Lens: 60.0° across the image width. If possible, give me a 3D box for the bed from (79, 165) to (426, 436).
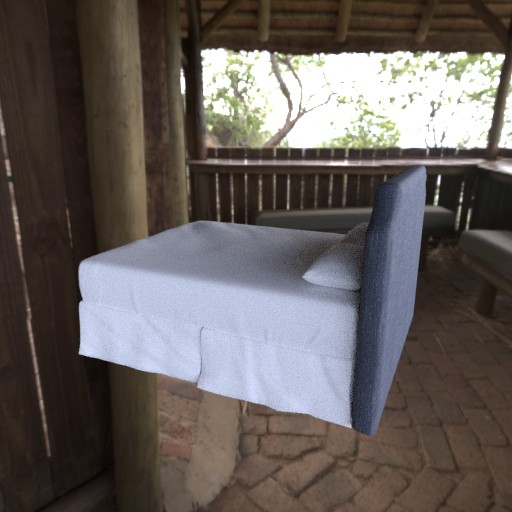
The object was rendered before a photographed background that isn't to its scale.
[{"bbox_3d":[0.000,0.000,3.237,2.116,1.290,1.693,7,18,24],"label":"bed"}]
